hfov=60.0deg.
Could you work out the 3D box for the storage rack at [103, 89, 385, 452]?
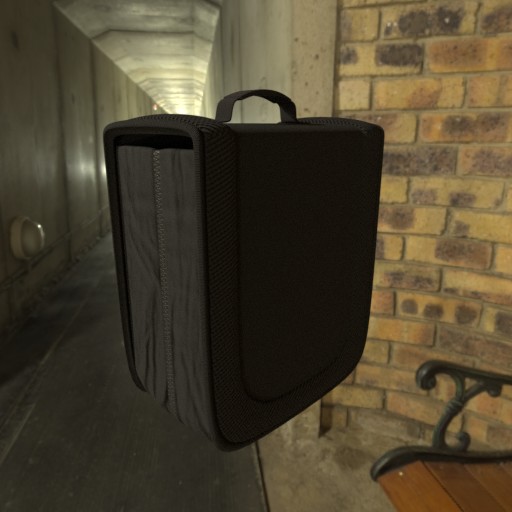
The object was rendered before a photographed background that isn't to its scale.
[{"bbox_3d":[0.000,0.000,0.551,0.168,0.387,0.297,16,23,43],"label":"storage rack"}]
